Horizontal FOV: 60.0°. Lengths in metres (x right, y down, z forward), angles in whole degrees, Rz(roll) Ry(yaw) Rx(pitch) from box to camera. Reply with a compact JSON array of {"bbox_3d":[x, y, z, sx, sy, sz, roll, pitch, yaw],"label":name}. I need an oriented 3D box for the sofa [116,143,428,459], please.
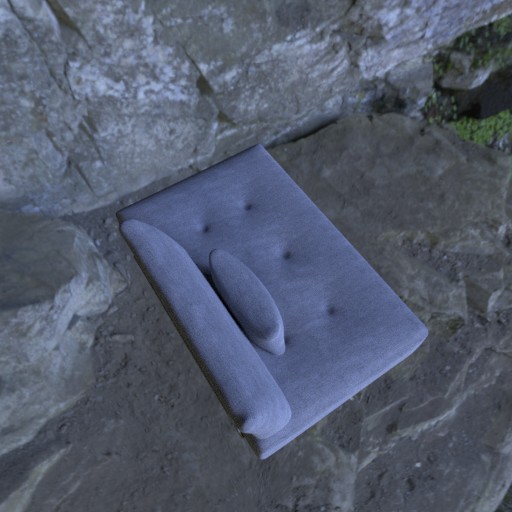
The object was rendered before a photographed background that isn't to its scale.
[{"bbox_3d":[0.000,0.000,2.084,1.002,0.820,1.450,-29,64,-16],"label":"sofa"}]
